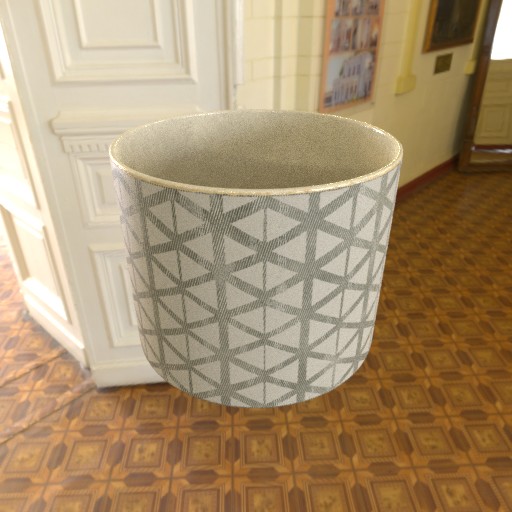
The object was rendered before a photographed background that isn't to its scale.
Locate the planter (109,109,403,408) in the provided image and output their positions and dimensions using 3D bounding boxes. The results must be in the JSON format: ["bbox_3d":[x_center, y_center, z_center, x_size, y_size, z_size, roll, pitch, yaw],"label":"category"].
[{"bbox_3d":[0.000,0.000,0.450,0.250,0.239,0.250,0,30,0],"label":"planter"}]
